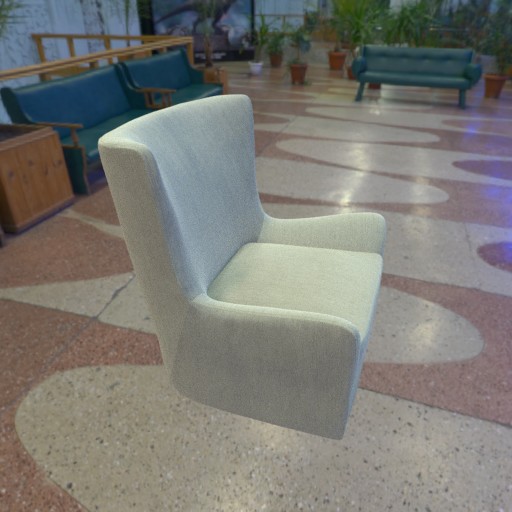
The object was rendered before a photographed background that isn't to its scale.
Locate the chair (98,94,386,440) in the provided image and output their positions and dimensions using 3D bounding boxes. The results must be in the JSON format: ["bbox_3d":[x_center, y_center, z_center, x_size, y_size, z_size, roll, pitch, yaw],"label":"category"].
[{"bbox_3d":[0.000,0.000,1.647,0.904,1.000,0.779,10,32,17],"label":"chair"}]
